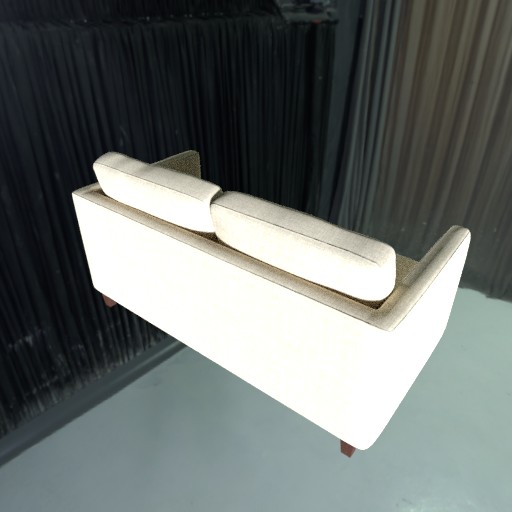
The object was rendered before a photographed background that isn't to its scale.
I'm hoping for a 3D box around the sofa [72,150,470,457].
[{"bbox_3d":[0.000,0.000,2.385,1.884,0.963,0.950,22,38,32],"label":"sofa"}]
